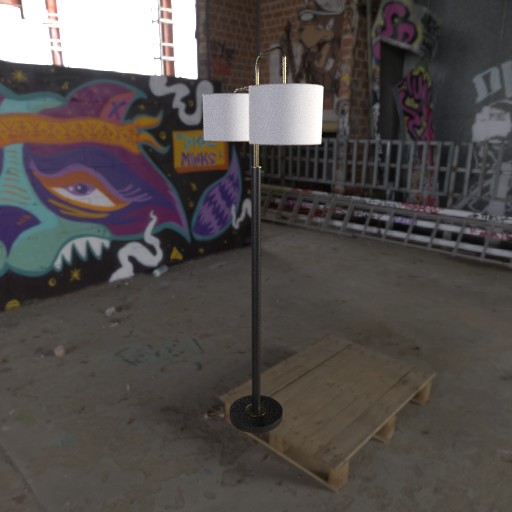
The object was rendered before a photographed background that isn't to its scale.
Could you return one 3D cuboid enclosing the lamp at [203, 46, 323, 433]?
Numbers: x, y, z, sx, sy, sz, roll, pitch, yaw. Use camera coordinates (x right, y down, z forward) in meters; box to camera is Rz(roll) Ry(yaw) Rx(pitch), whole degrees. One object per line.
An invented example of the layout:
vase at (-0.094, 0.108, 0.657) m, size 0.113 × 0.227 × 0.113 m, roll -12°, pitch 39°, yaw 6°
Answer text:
lamp at (0.000, 0.000, 1.894) m, size 0.254 × 1.587 × 0.711 m, roll -8°, pitch 18°, yaw -25°
